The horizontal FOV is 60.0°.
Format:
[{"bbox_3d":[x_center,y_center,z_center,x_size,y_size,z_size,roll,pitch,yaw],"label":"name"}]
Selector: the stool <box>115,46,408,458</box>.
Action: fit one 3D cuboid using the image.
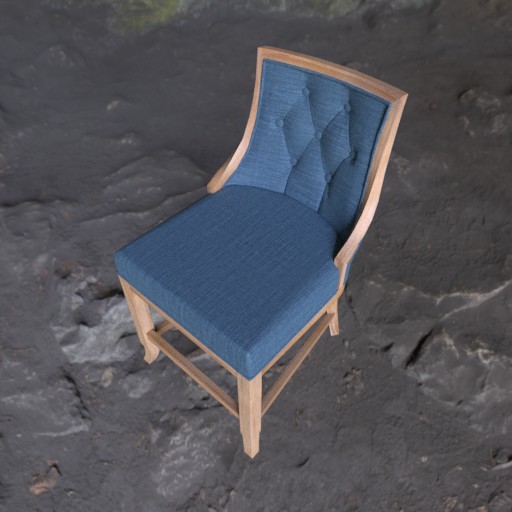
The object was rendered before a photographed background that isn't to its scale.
[{"bbox_3d":[0.000,0.000,1.303,0.524,0.938,0.626,32,54,28],"label":"stool"}]
